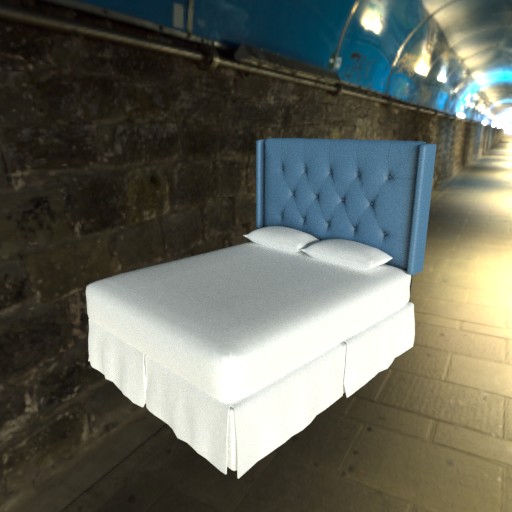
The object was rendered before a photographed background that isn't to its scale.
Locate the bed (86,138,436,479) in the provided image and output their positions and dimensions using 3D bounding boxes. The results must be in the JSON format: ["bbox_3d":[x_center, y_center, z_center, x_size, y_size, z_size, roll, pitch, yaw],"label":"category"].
[{"bbox_3d":[0.000,0.000,3.321,1.719,1.665,2.078,15,22,43],"label":"bed"}]
